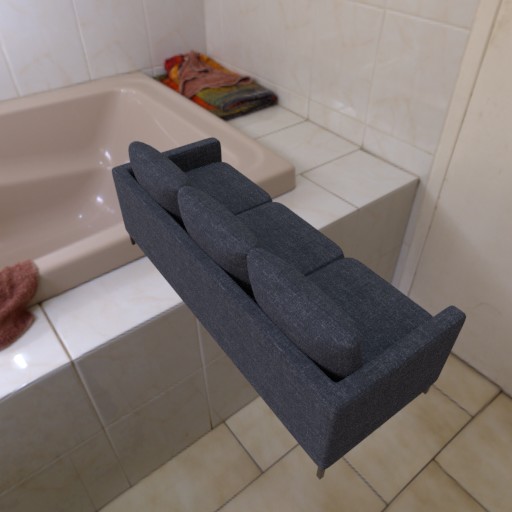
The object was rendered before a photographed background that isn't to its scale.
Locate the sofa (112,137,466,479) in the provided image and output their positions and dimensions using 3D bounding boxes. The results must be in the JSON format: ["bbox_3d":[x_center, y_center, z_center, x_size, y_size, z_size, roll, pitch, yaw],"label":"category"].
[{"bbox_3d":[0.000,0.000,2.668,0.859,0.874,2.218,-25,47,-26],"label":"sofa"}]
